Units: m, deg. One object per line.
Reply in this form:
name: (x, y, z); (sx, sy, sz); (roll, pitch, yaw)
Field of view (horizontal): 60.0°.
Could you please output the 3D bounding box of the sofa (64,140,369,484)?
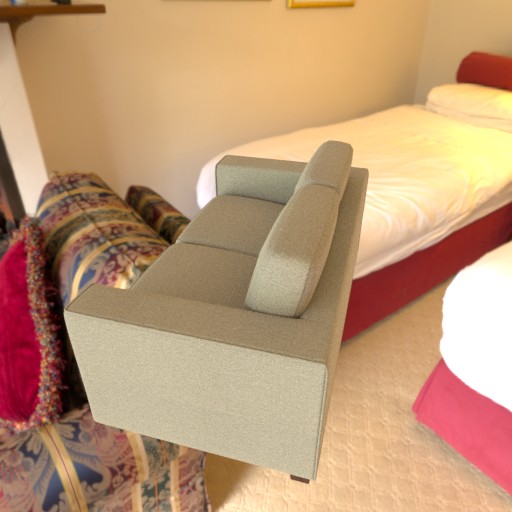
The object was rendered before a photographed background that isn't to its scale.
sofa: (0.000, 0.000, 2.358); (1.007, 0.924, 1.812); (9, 33, 14)
